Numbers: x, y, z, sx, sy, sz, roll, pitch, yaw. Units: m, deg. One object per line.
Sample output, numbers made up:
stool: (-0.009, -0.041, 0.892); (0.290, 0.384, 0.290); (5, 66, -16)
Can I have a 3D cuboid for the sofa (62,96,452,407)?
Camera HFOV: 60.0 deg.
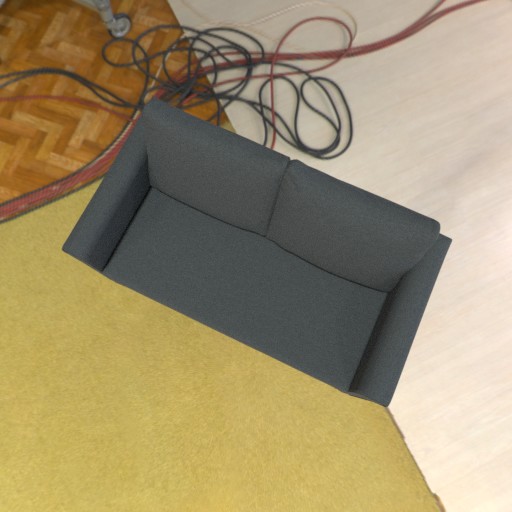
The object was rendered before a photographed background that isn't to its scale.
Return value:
sofa: (0.000, 0.000, 2.002); (1.460, 0.872, 0.741); (25, 77, 6)
